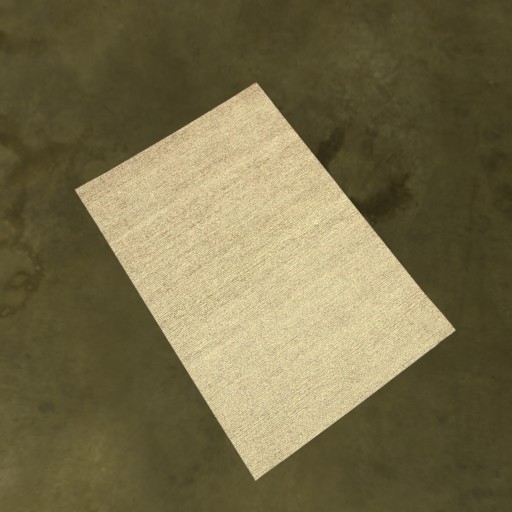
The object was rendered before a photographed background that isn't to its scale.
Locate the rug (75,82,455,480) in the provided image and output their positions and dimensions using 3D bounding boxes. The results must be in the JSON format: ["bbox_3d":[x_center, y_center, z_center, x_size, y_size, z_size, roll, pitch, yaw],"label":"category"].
[{"bbox_3d":[0.000,0.000,3.071,1.609,0.030,2.342,-33,76,-9],"label":"rug"}]
